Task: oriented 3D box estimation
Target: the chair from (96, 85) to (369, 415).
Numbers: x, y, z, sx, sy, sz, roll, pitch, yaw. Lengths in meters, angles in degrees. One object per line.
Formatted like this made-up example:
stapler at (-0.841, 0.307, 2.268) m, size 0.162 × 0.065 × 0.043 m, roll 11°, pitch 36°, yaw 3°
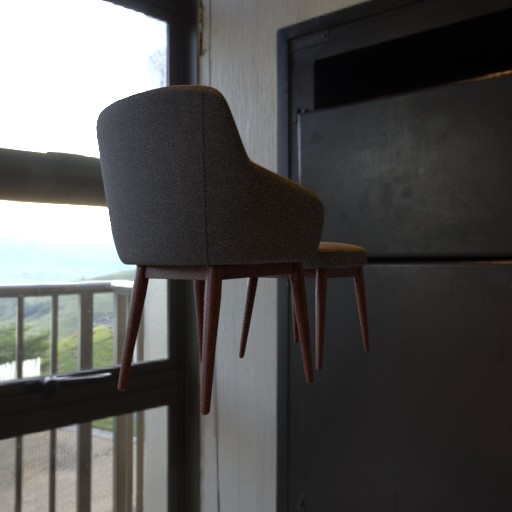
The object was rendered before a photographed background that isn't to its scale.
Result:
chair at (0.000, 0.000, 1.542) m, size 0.584 × 0.799 × 1.107 m, roll -1°, pitch -1°, yaw 37°
